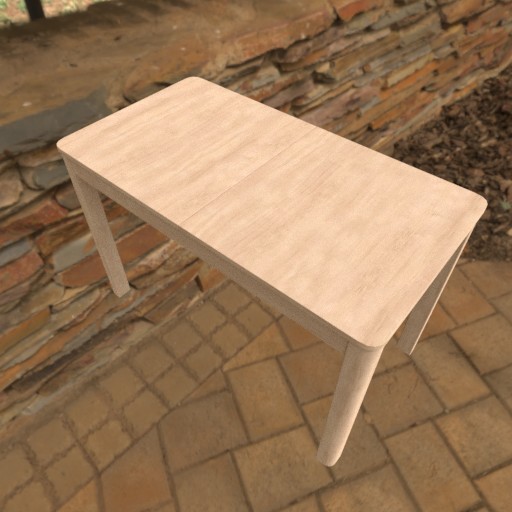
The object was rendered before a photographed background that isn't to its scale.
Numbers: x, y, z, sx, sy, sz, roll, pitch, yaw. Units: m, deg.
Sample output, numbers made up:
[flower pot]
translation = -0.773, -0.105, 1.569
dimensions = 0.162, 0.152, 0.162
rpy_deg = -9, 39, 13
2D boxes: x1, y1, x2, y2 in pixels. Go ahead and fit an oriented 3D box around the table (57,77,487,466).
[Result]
[table]
translation = 0.000, 0.000, 1.900
dimensions = 1.400, 0.900, 0.750
rpy_deg = 32, 55, 26
